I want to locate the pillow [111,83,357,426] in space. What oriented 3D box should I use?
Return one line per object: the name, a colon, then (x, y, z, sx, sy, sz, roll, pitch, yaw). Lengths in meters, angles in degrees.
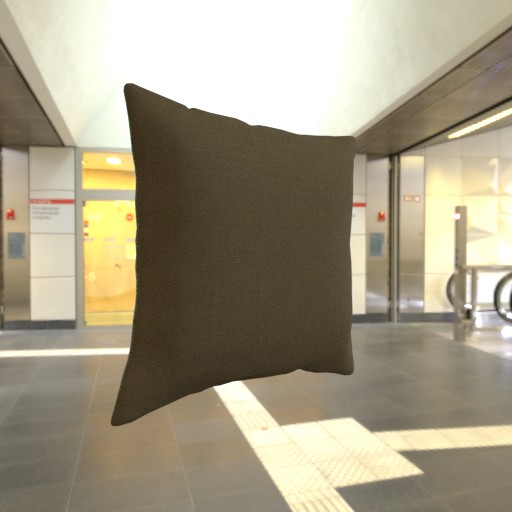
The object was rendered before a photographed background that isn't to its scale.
pillow: (0.000, 0.000, 0.666, 0.436, 0.430, 0.138, -1, 1, -36)
